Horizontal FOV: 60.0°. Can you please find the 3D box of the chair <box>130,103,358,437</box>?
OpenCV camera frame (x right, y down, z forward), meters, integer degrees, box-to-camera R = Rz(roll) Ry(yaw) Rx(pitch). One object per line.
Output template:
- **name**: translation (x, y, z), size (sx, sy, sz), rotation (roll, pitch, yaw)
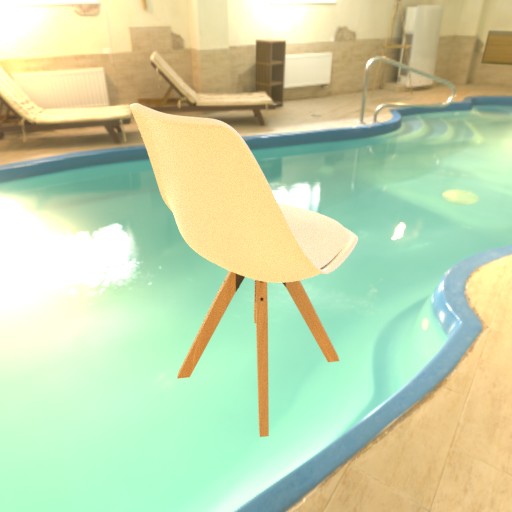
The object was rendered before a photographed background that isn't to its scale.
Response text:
- **chair**: translation (0.000, 0.000, 1.205), size (0.485, 0.849, 0.550), rotation (22, 37, 33)
